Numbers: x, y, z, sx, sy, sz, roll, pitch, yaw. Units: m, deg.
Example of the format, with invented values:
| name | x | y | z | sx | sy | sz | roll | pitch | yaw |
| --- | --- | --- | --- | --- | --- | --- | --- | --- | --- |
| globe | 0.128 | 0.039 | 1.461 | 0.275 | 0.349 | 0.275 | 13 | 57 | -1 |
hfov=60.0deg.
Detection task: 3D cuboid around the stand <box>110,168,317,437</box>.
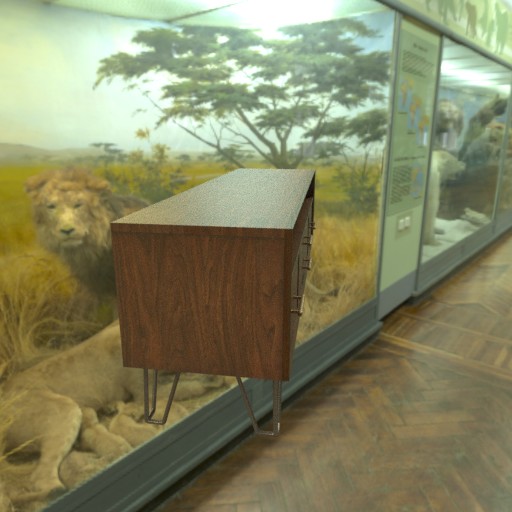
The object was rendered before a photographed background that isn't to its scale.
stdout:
| name | x | y | z | sx | sy | sz | roll | pitch | yaw |
| --- | --- | --- | --- | --- | --- | --- | --- | --- | --- |
| stand | 0.000 | 0.000 | 1.928 | 0.481 | 0.610 | 1.626 | 3 | 16 | 9 |
